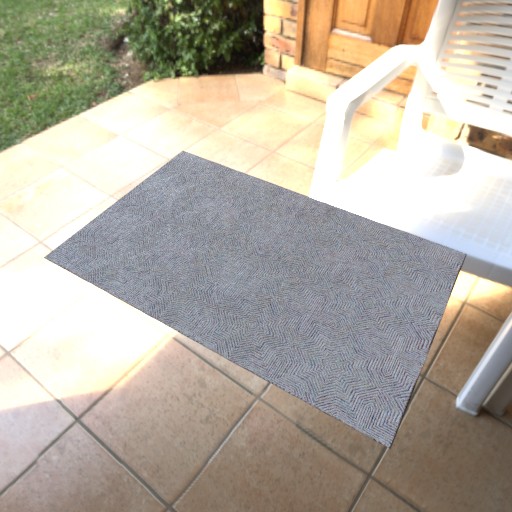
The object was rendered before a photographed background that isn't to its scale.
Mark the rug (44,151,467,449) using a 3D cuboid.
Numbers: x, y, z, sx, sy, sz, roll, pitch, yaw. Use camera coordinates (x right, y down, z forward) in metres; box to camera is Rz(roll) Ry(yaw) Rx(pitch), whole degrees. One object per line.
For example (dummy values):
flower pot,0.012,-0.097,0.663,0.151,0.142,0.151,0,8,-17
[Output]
rug,0.000,0.000,2.999,2.428,0.007,1.519,24,51,21
